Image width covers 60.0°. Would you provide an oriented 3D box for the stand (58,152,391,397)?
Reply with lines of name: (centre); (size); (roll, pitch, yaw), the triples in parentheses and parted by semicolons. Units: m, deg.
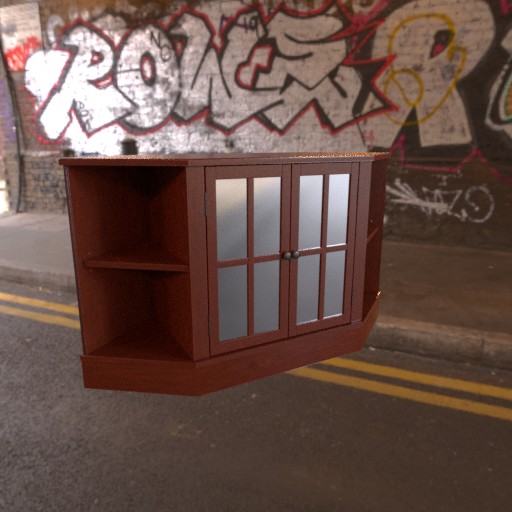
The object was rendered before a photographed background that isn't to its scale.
stand: (0.000, 0.000, 1.378); (1.072, 0.614, 0.381); (-8, 17, -27)
